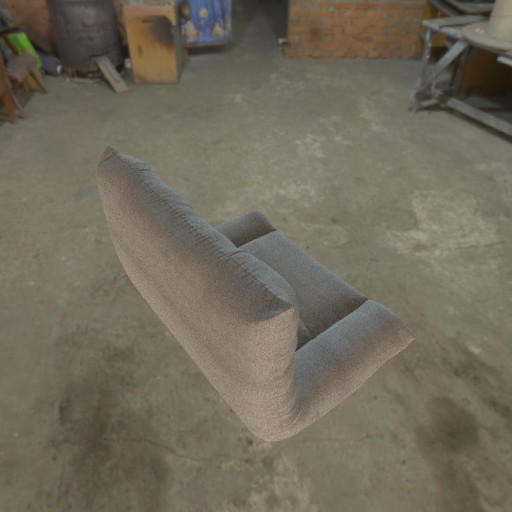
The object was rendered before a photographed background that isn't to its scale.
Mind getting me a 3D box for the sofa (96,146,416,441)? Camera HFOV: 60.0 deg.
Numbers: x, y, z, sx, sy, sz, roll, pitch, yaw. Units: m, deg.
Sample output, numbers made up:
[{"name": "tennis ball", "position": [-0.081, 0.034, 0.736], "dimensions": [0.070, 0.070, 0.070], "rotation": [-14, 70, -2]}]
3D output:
[{"name": "sofa", "position": [0.000, 0.000, 1.780], "dimensions": [0.847, 0.795, 1.144], "rotation": [-26, 47, -27]}]
